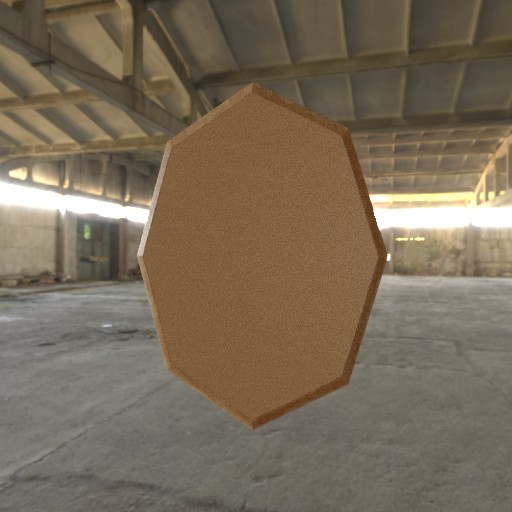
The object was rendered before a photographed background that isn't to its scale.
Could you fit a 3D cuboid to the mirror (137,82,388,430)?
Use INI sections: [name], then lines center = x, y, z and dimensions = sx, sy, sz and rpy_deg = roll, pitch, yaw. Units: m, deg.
[mirror]
center = 0.000, 0.000, 1.013
dimensions = 0.577, 0.774, 0.070
rpy_deg = 0, 0, 16
